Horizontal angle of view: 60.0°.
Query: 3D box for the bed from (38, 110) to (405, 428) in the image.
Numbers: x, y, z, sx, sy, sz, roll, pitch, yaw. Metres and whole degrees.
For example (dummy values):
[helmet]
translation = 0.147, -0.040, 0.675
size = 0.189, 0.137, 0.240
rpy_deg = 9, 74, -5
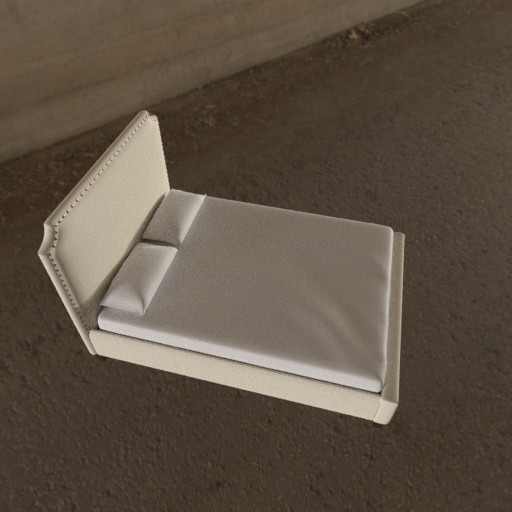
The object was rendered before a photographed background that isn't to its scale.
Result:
[bed]
translation = 0.000, 0.000, 3.483
size = 2.372, 1.443, 1.712
rpy_deg = 11, 48, 10
